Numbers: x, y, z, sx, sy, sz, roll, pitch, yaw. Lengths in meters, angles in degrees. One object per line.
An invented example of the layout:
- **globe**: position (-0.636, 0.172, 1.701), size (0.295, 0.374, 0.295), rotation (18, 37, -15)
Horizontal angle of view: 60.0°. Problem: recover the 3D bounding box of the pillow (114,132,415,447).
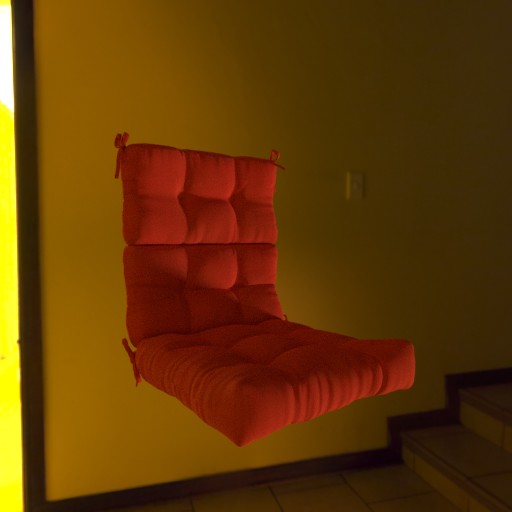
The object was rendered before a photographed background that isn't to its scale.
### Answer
- **pillow**: position (0.000, 0.000, 1.035), size (0.519, 0.605, 0.571), rotation (-2, 3, -36)
